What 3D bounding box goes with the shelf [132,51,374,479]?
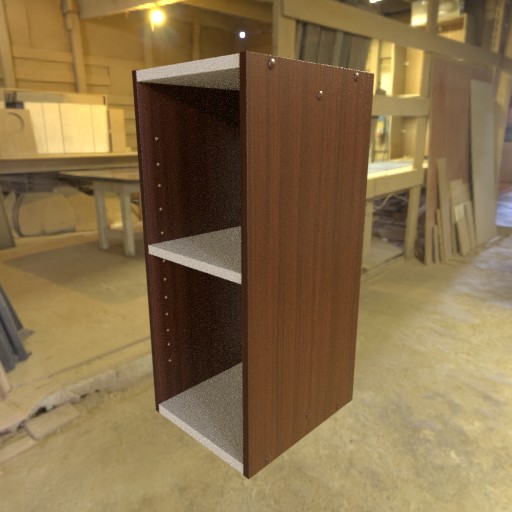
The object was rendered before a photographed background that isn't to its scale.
[{"bbox_3d":[0.000,0.000,0.778,0.253,0.600,0.290,15,21,42],"label":"shelf"}]
